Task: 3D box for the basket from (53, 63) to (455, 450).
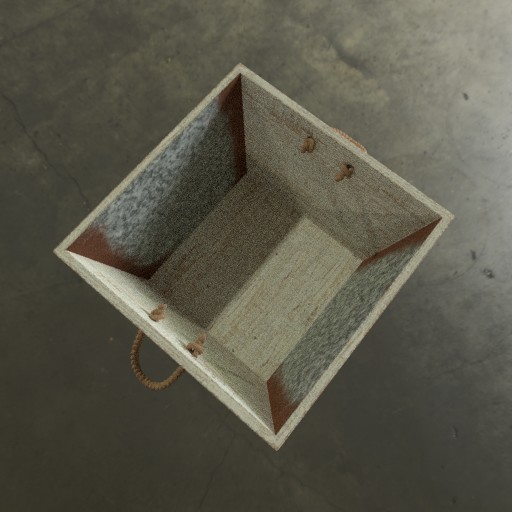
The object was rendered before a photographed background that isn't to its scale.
[{"bbox_3d":[0.000,0.000,0.758,0.413,0.247,0.545,39,78,10],"label":"basket"}]
